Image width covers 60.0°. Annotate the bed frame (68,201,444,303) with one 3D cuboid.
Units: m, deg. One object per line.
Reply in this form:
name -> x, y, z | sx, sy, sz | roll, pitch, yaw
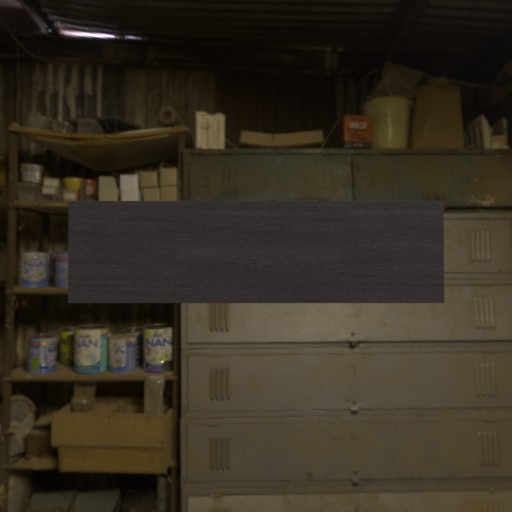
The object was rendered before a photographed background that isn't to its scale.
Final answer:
bed frame -> 0.000, 0.000, 2.679 | 1.448, 0.459, 1.944 | 0, -1, 0
